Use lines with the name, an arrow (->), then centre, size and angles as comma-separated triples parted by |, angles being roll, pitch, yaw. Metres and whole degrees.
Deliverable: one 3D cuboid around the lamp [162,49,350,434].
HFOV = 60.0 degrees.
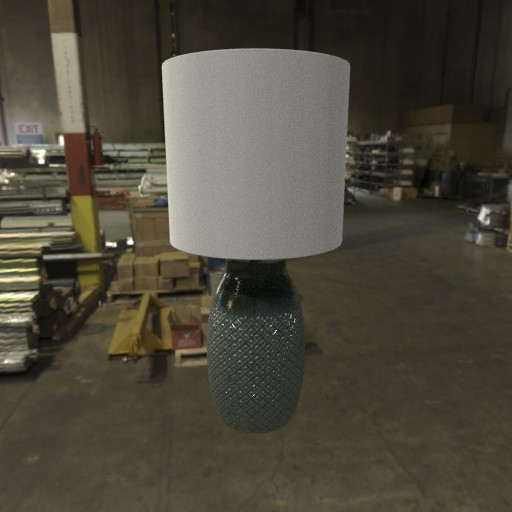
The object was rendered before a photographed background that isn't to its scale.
lamp -> 0.000, 0.000, 0.574 | 0.217, 0.453, 0.217 | -2, 14, -8
